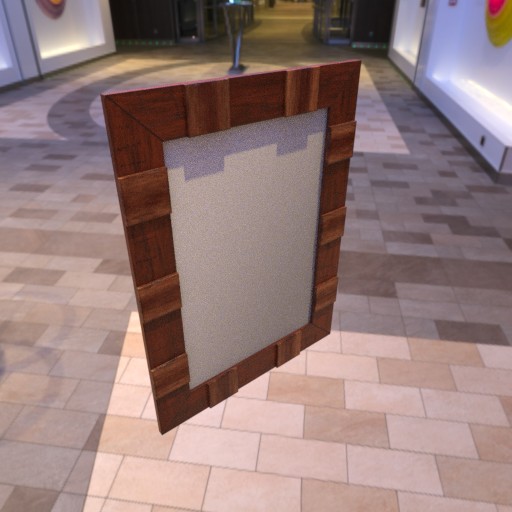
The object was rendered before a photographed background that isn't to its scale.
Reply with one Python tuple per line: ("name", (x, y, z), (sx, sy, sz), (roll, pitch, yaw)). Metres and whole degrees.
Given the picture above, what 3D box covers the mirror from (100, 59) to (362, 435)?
("mirror", (0.000, 0.000, 1.046), (0.600, 0.805, 0.021), (-23, 38, -32))
